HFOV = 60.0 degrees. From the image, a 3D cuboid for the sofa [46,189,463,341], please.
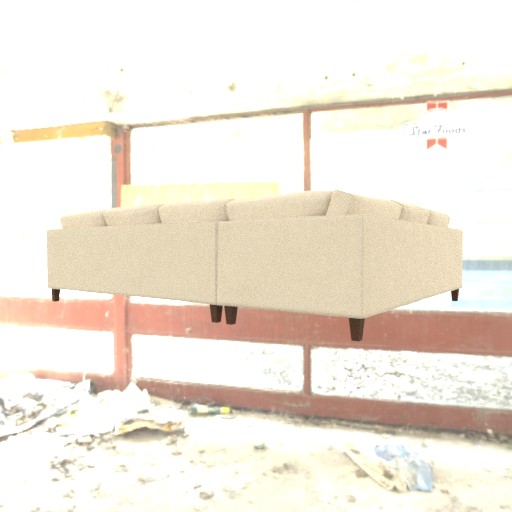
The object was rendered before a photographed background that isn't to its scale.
[{"bbox_3d":[0.000,0.000,4.236,3.182,0.863,2.432,1,1,36],"label":"sofa"}]
